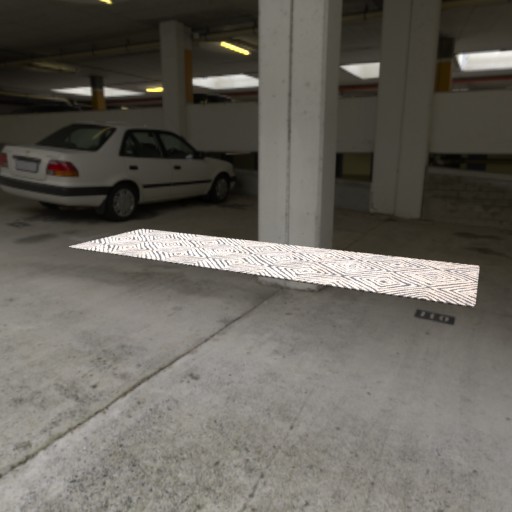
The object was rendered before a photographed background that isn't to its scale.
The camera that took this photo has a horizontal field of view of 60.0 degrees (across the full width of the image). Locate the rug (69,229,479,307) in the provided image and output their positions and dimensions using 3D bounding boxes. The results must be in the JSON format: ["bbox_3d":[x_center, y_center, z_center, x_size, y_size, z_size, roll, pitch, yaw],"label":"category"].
[{"bbox_3d":[0.000,0.000,2.530,2.277,0.008,0.676,7,16,26],"label":"rug"}]
